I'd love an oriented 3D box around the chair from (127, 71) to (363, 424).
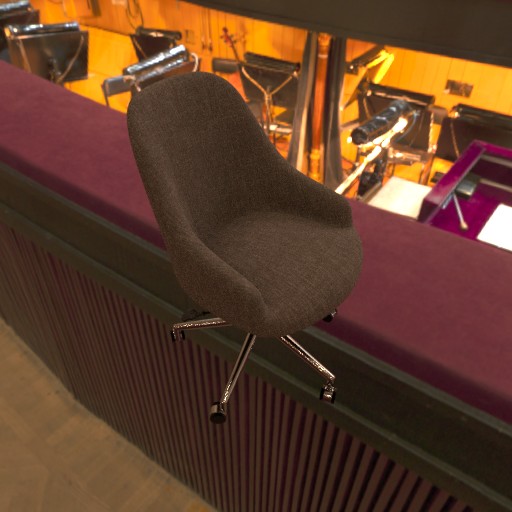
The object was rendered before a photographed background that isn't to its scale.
[{"bbox_3d":[0.000,0.000,1.402,0.712,0.950,0.671,25,46,26],"label":"chair"}]
